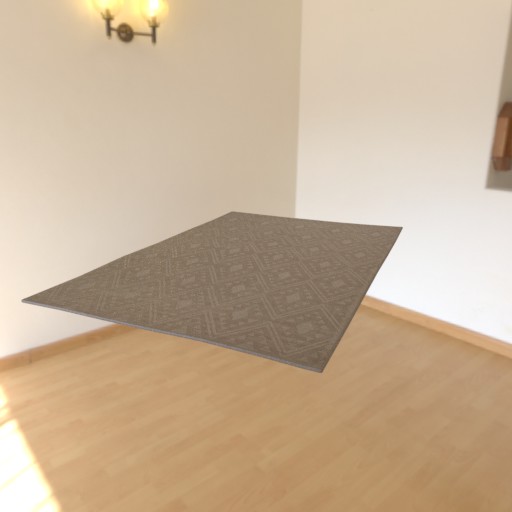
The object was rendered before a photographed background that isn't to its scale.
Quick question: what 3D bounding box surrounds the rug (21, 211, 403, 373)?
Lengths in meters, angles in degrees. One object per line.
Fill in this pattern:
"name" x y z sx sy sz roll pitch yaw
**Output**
"rug" 0.000 0.000 2.318 1.252 0.034 1.829 8 19 23
